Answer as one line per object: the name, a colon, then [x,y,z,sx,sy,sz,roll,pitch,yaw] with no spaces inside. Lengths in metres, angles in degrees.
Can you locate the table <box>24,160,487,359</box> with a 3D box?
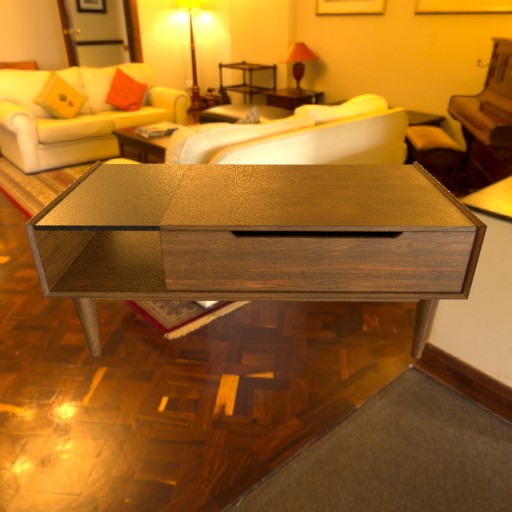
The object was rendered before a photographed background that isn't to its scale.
table: [0.000,0.000,1.557,1.221,0.508,0.610,0,28,0]
